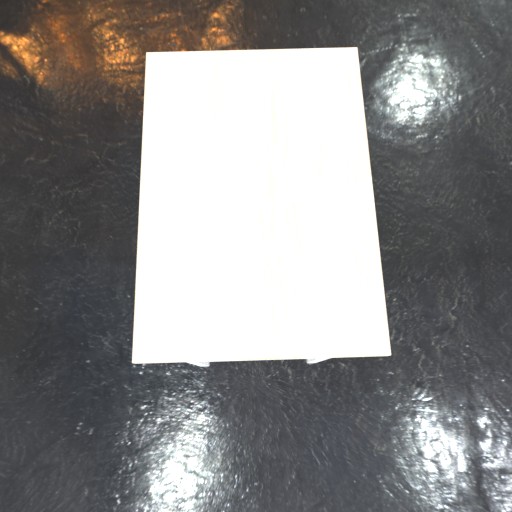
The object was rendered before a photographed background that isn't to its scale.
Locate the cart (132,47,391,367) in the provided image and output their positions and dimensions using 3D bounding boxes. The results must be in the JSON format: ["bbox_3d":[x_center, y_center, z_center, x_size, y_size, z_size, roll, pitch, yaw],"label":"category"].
[{"bbox_3d":[0.000,0.000,1.181,0.406,0.857,0.578,-2,74,0],"label":"cart"}]
